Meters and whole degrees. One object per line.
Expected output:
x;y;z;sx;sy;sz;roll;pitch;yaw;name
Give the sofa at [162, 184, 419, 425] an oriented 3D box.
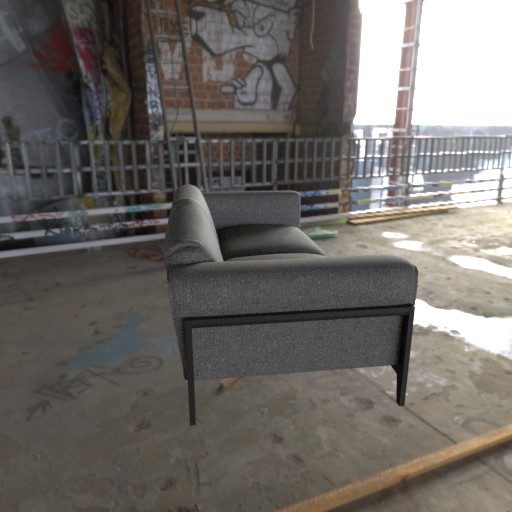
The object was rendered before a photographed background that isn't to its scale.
0.000;0.000;2.650;0.985;0.703;2.125;-2;17;-8;sofa
